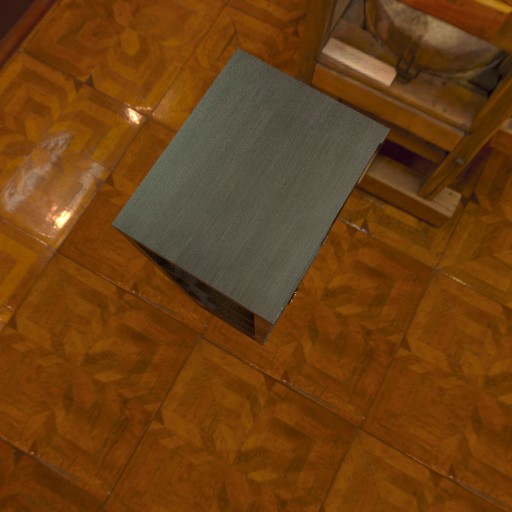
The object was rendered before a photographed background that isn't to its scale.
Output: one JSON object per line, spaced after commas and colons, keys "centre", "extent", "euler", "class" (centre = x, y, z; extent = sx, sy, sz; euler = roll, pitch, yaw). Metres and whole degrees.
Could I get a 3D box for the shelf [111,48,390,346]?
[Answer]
{"centre": [0.000, 0.000, 1.950], "extent": [0.472, 1.727, 0.584], "euler": [31, 79, 7], "class": "shelf"}
